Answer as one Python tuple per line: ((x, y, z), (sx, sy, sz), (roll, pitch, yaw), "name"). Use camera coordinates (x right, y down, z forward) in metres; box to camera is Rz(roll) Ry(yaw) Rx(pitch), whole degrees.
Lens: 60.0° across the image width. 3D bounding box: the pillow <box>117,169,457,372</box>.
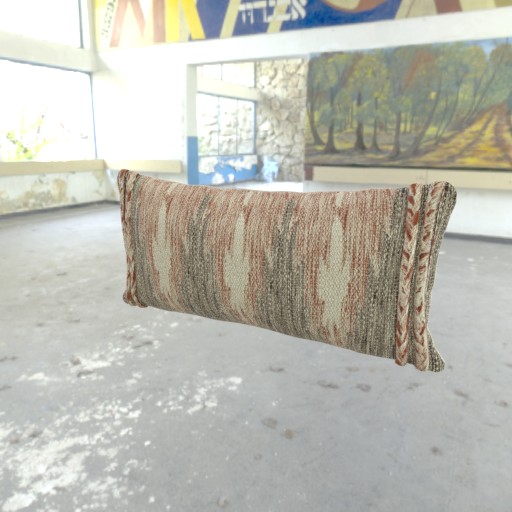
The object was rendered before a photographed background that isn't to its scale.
((0.000, 0.000, 0.767), (0.635, 0.282, 0.139), (8, 16, 27), "pillow")
